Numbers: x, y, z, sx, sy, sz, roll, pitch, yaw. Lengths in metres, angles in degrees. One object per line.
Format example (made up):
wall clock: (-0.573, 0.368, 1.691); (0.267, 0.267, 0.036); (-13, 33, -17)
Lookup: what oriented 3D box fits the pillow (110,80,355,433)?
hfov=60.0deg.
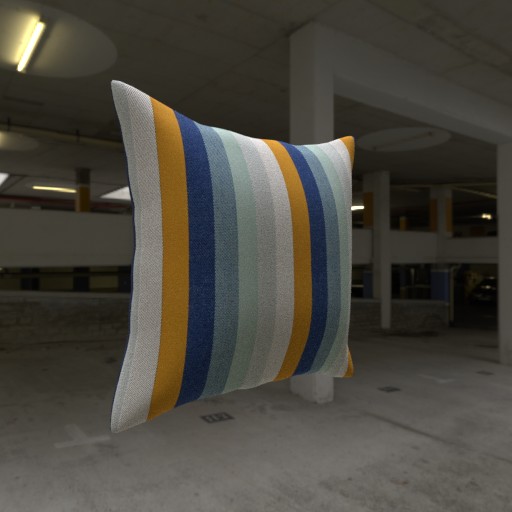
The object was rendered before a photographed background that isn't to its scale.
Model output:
pillow: (0.000, 0.000, 0.706); (0.463, 0.454, 0.173); (0, 0, -36)
